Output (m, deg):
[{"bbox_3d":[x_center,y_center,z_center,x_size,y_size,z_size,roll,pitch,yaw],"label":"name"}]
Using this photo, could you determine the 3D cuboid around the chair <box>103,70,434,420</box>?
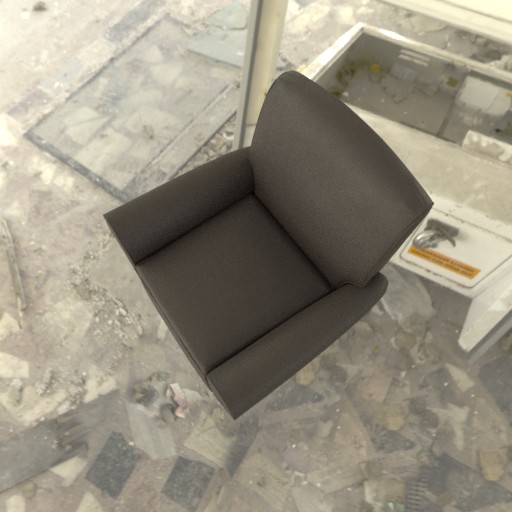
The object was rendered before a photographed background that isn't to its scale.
[{"bbox_3d":[0.000,0.000,1.838,0.902,1.061,0.978,-32,68,-15],"label":"chair"}]
